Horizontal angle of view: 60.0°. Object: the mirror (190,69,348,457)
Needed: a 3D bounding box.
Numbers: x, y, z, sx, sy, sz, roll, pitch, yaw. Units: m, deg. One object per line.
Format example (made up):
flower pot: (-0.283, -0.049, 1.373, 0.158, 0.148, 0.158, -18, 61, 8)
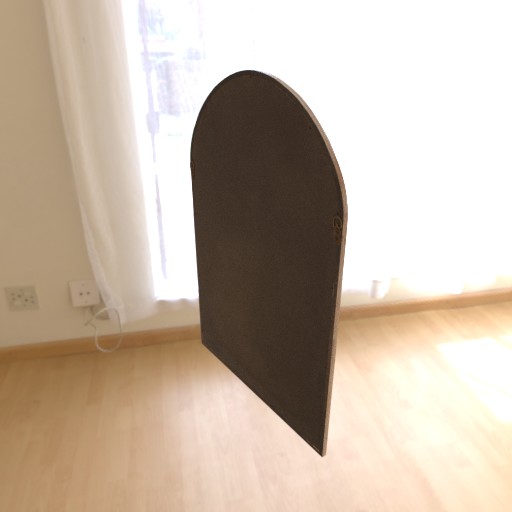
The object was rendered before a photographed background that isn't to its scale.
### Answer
mirror: (0.000, 0.000, 1.179, 0.032, 0.915, 0.609, -18, 31, -33)
